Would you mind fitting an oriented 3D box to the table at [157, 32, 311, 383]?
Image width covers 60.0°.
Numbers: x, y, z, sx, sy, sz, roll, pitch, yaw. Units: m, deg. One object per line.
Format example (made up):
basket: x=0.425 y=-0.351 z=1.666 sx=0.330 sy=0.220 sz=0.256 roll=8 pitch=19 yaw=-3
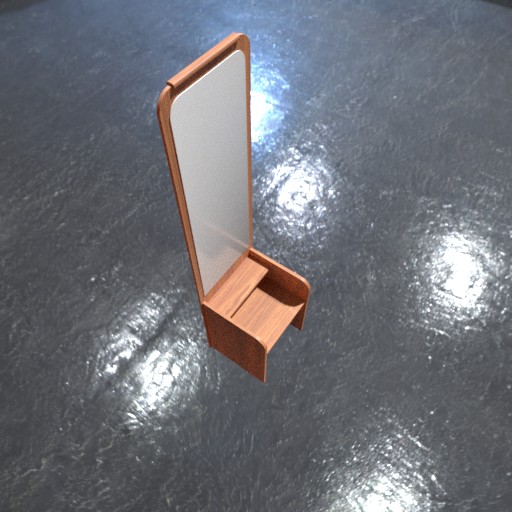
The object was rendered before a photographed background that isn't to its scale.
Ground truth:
table: x=0.000 y=0.000 z=2.034 sx=0.420 sy=1.830 sz=0.450 roll=31 pitch=61 yaw=19
